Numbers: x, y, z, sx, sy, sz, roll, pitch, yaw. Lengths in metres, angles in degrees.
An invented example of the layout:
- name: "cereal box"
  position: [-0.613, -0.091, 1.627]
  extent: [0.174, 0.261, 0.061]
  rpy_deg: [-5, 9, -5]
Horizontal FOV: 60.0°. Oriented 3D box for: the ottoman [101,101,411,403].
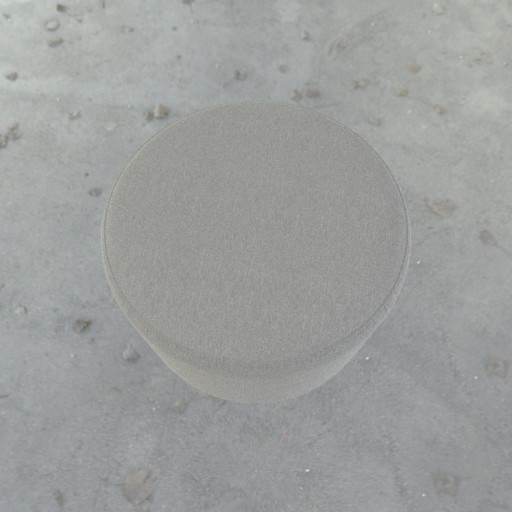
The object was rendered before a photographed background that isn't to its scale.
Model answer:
- name: "ottoman"
  position: [0.000, 0.000, 1.015]
  extent: [0.608, 0.433, 0.608]
  rpy_deg: [0, 64, 0]
